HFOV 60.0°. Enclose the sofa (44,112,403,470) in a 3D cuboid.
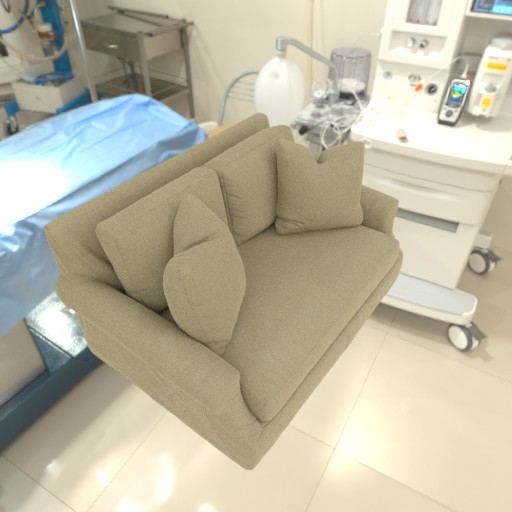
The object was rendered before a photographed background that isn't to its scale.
[{"bbox_3d":[0.000,0.000,2.172,1.070,0.905,1.550,26,47,27],"label":"sofa"}]
